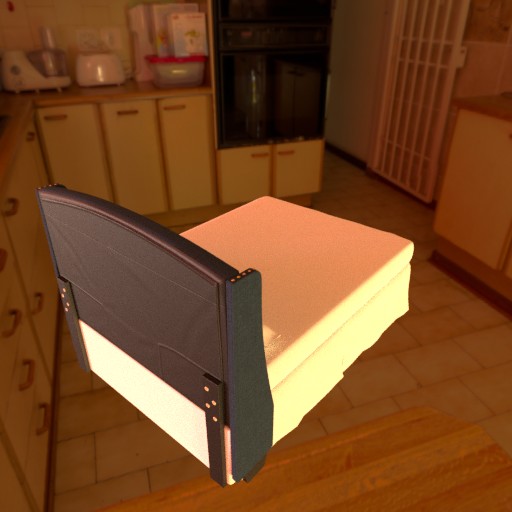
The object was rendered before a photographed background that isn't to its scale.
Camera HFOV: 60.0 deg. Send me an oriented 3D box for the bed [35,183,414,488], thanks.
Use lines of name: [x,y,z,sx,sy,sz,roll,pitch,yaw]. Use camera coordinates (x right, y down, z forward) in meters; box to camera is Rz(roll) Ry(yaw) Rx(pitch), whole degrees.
bed: [0.000,0.000,3.172,1.604,1.402,2.223,23,37,34]
